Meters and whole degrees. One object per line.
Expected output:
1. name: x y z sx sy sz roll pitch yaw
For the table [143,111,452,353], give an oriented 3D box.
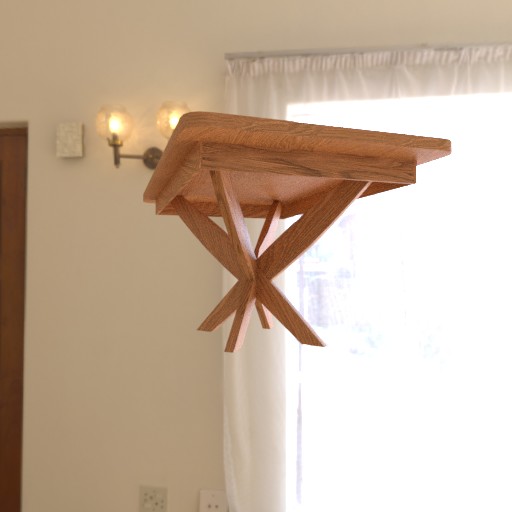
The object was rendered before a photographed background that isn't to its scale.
1. table: 0.000 0.000 2.122 0.950 0.770 1.600 0 -1 -18
